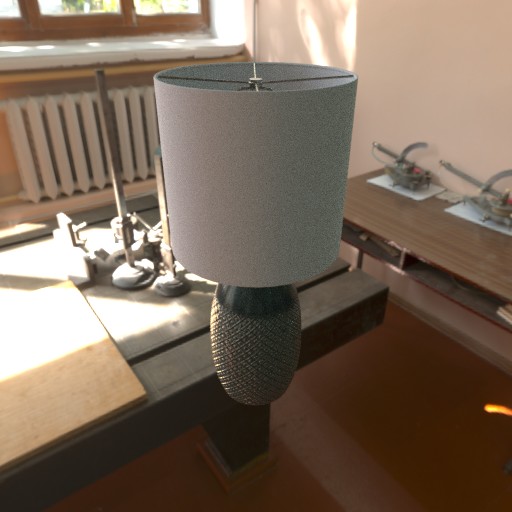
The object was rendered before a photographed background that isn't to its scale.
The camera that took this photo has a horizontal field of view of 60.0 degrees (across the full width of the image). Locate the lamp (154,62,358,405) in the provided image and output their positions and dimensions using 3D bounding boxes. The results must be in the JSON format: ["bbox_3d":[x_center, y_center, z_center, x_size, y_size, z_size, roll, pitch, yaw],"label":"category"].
[{"bbox_3d":[0.000,0.000,0.590,0.217,0.453,0.217,-1,30,-1],"label":"lamp"}]
